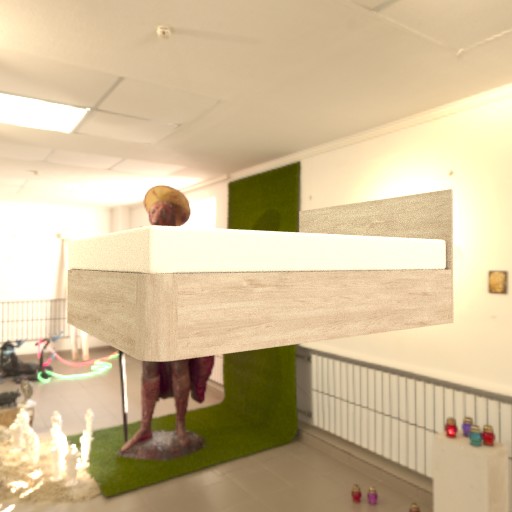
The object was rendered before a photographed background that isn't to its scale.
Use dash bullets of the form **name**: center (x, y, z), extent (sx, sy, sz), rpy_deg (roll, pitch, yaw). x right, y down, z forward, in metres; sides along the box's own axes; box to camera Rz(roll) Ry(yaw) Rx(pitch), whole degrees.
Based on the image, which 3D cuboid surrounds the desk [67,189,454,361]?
- **desk**: center (0.000, 0.000, 2.688), extent (1.900, 0.800, 1.400), rpy_deg (1, -1, -35)
